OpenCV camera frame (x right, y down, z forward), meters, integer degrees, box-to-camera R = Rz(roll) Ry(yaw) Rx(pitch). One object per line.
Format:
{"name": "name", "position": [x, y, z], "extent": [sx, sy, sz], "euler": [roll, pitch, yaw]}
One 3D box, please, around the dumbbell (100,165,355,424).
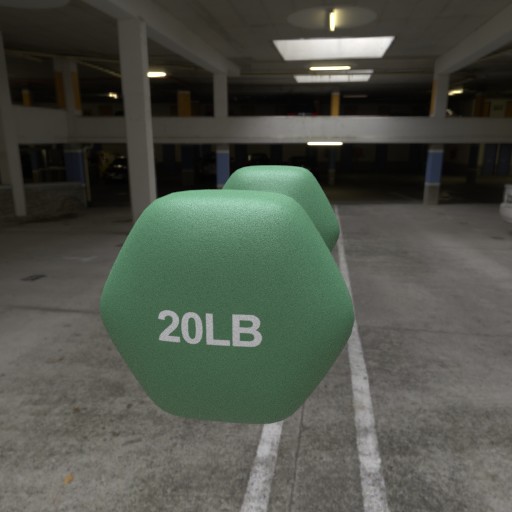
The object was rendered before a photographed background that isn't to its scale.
{"name": "dumbbell", "position": [0.000, 0.000, 0.315], "extent": [0.126, 0.114, 0.257], "euler": [2, 15, 9]}
